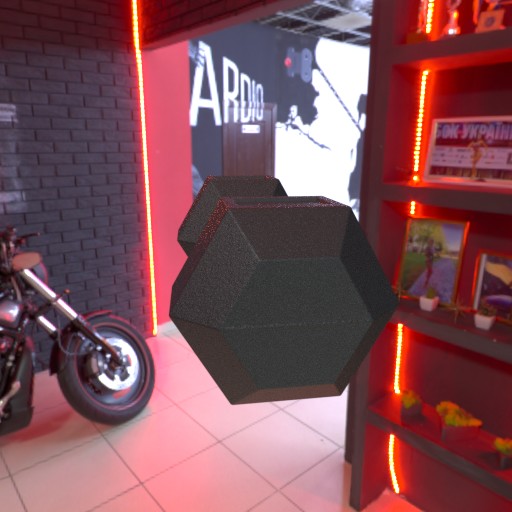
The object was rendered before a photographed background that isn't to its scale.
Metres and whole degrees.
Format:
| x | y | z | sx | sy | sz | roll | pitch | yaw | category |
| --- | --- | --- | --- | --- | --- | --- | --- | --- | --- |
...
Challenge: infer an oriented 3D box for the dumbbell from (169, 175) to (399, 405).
| x | y | z | sx | sy | sz | roll | pitch | yaw | category |
| --- | --- | --- | --- | --- | --- | --- | --- | --- | --- |
| 0.000 | 0.000 | 0.339 | 0.122 | 0.106 | 0.271 | -2 | 14 | -8 | dumbbell |
